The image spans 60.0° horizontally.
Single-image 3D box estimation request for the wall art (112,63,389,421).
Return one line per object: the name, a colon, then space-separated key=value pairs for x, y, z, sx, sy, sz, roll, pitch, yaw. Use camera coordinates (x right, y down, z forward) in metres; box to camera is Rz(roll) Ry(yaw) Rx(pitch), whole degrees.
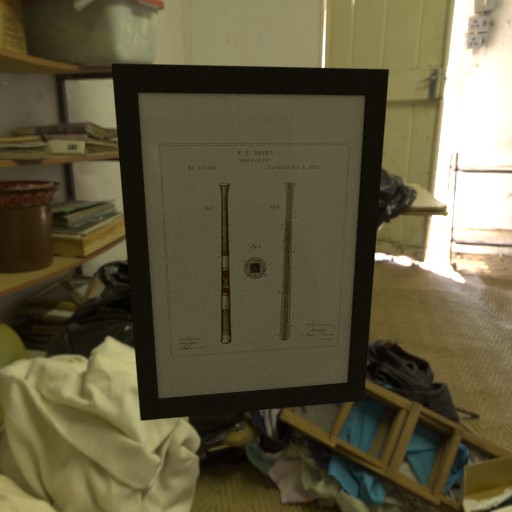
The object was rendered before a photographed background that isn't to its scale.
wall art: x=0.000 y=0.000 z=0.668 sx=0.374 sy=0.529 sz=0.012 roll=-2 pitch=16 yaw=-8
